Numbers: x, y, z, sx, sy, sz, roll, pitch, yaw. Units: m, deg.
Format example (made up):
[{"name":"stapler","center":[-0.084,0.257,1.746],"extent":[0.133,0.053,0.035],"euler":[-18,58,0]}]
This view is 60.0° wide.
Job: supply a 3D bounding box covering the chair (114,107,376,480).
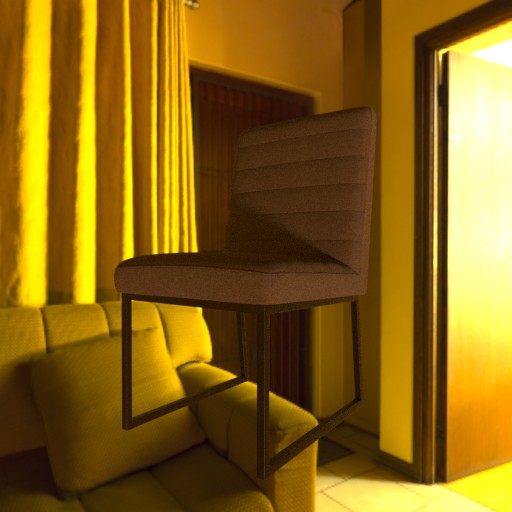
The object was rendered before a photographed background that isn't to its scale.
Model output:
[{"name":"chair","center":[0.000,0.000,1.298],"extent":[0.520,0.930,0.634],"euler":[1,1,35]}]
